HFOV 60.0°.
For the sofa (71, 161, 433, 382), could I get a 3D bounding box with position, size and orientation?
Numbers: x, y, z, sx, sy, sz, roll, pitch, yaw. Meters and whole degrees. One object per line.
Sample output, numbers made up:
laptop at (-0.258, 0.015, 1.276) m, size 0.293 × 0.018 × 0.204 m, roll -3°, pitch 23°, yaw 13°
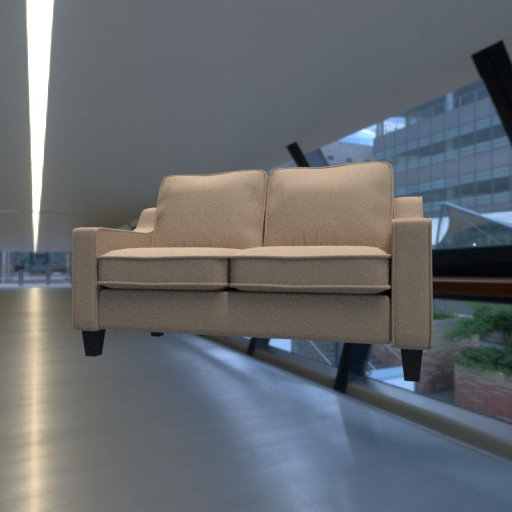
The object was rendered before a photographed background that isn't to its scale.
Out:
sofa at (0.000, 0.000, 3.595) m, size 2.587 × 1.562 × 1.351 m, roll 0°, pitch -1°, yaw 18°
